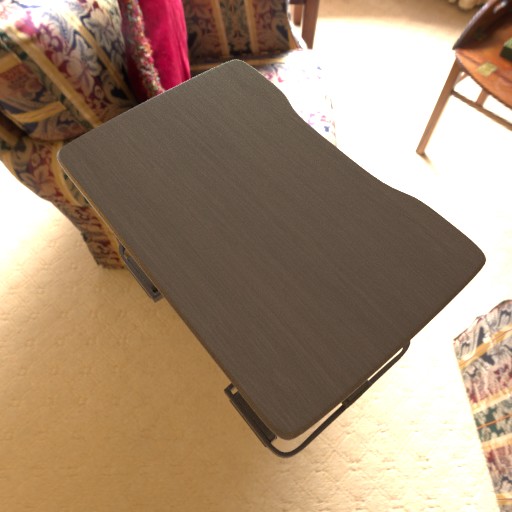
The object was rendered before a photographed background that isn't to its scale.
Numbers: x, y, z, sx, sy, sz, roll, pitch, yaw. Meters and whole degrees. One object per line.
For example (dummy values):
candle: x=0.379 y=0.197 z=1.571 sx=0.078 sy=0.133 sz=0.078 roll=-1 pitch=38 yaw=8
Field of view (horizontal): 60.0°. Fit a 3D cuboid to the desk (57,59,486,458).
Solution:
desk: x=0.000 y=0.000 z=1.134 sx=0.546 sy=0.470 sz=0.820 roll=-35 pitch=66 yaw=-19
